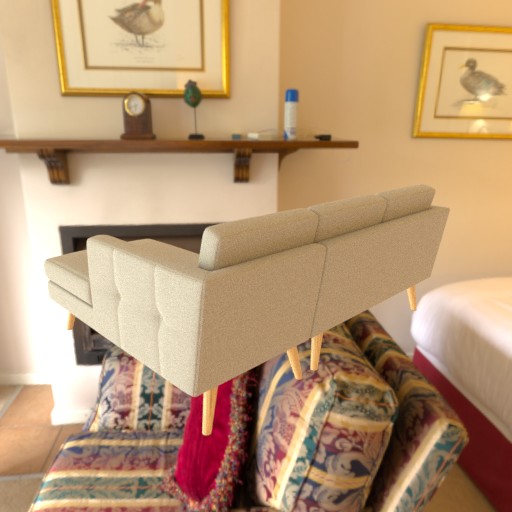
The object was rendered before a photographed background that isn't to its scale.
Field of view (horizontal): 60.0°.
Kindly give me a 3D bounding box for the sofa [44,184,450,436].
[{"bbox_3d":[0.000,0.000,2.774,2.040,0.860,1.530,-16,23,-42],"label":"sofa"}]
